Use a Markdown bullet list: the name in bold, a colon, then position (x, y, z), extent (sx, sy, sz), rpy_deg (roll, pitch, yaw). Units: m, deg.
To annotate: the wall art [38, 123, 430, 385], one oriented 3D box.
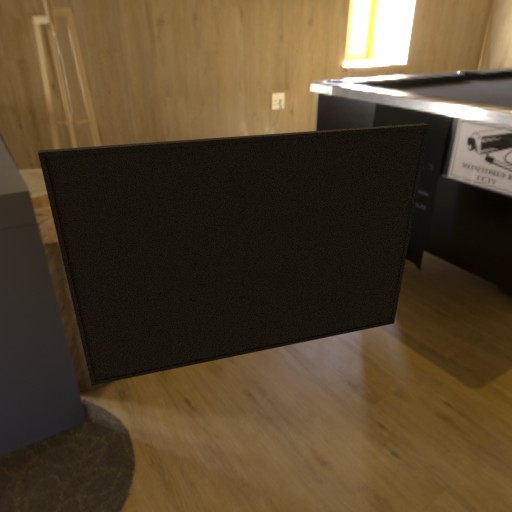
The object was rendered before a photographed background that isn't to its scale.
- **wall art**: position (0.000, 0.000, 1.501), extent (1.190, 0.805, 0.028), rpy_deg (-8, 29, -15)
